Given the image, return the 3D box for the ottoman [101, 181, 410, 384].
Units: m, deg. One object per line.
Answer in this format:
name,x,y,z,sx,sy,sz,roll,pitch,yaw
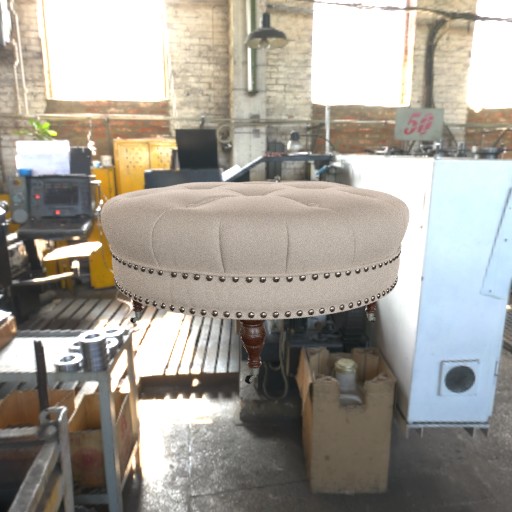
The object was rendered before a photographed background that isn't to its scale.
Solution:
ottoman,0.000,0.000,1.378,0.901,0.439,0.901,0,13,0
